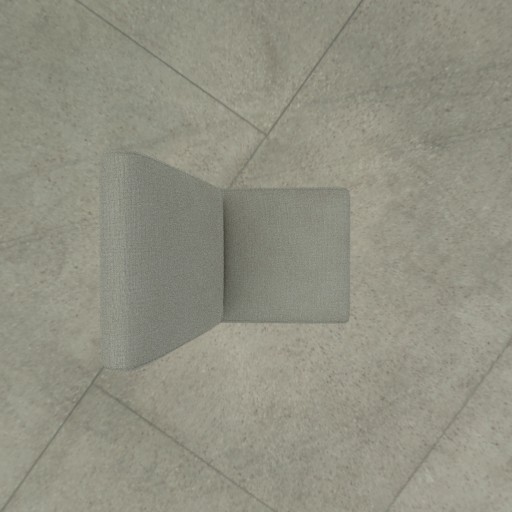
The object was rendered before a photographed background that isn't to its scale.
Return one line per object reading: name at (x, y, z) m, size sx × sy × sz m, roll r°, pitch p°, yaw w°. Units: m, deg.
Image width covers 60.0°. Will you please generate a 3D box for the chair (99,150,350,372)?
chair at (0.000, 0.000, 1.363) m, size 0.611 × 1.033 × 0.450 m, roll 0°, pitch 91°, yaw 0°
